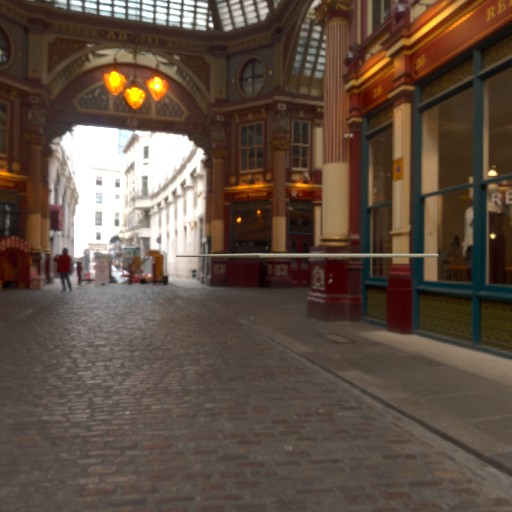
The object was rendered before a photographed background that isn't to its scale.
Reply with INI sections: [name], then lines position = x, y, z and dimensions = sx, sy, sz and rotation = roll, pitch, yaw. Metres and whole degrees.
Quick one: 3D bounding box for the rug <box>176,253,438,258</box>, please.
[rug]
position = 0.000, 0.000, 2.568
dimensions = 0.661, 0.013, 2.297
rotation = 0, 0, -17
